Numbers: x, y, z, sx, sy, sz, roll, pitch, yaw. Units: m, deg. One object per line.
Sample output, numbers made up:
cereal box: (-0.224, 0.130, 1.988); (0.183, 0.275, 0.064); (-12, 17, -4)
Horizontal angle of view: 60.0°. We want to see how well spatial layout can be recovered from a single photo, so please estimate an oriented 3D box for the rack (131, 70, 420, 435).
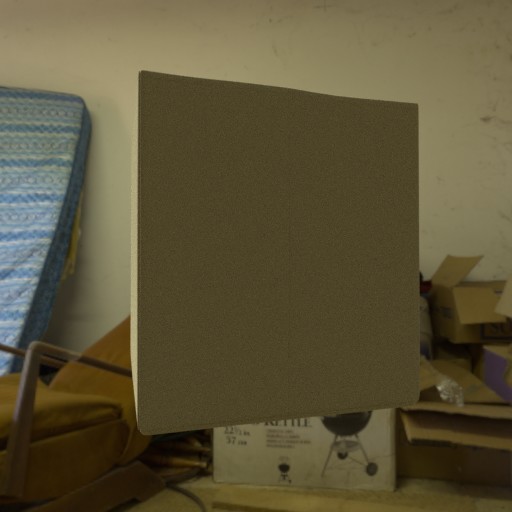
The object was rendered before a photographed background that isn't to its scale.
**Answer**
rack: (0.000, 0.000, 0.500); (0.270, 0.280, 0.270); (0, -1, -17)
